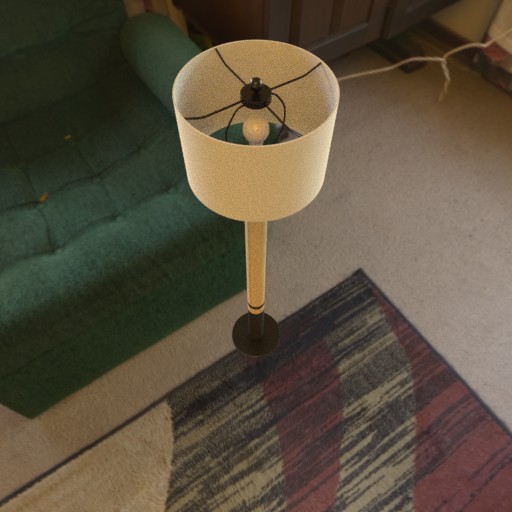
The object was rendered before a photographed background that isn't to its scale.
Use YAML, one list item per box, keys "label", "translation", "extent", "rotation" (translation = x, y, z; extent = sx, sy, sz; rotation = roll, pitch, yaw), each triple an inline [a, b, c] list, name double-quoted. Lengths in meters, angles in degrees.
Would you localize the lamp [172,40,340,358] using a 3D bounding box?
- label: "lamp"
  translation: [0.000, 0.000, 1.616]
  extent: [0.381, 1.478, 0.381]
  rotation: [33, 63, 19]
